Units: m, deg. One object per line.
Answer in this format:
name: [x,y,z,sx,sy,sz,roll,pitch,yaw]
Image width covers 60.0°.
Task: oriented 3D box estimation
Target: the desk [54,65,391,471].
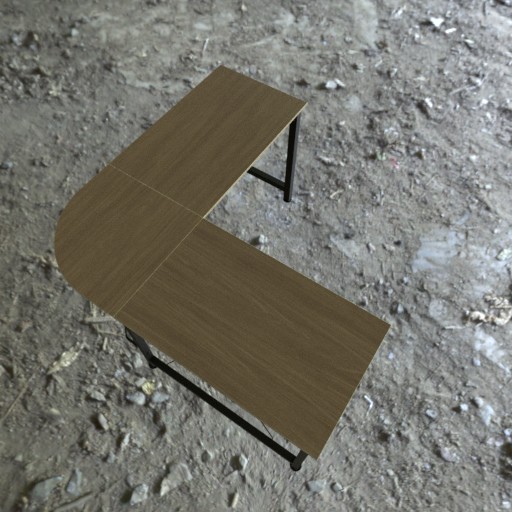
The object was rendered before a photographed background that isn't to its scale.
desk: [0.000,0.000,2.204,1.400,0.762,1.400,30,63,17]
